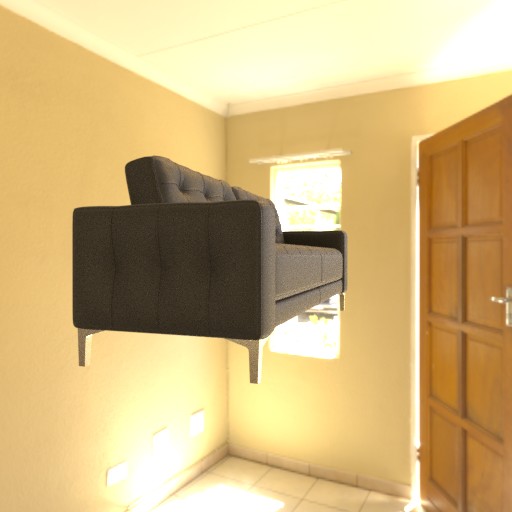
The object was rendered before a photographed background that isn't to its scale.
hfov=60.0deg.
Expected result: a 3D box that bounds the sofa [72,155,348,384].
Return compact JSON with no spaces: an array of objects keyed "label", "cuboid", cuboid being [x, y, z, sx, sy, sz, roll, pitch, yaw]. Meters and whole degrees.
[{"label":"sofa","cuboid":[0.000,0.000,2.714,0.833,0.893,2.275,0,0,19]}]
